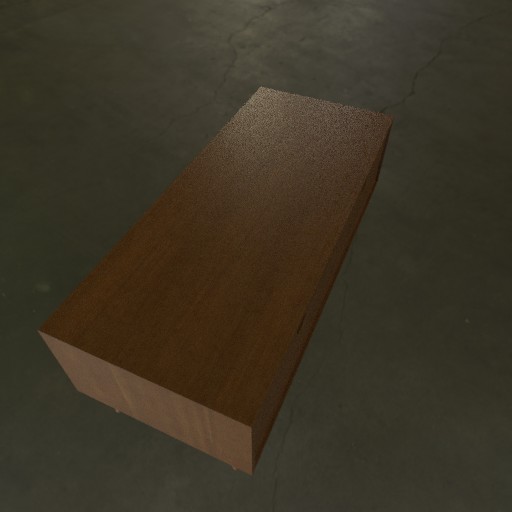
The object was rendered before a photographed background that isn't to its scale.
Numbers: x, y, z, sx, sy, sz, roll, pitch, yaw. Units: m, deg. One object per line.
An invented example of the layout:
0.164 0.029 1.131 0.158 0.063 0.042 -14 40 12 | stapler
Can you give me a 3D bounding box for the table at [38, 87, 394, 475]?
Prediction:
0.000 0.000 1.350 0.490 0.464 1.119 19 51 16 | table
